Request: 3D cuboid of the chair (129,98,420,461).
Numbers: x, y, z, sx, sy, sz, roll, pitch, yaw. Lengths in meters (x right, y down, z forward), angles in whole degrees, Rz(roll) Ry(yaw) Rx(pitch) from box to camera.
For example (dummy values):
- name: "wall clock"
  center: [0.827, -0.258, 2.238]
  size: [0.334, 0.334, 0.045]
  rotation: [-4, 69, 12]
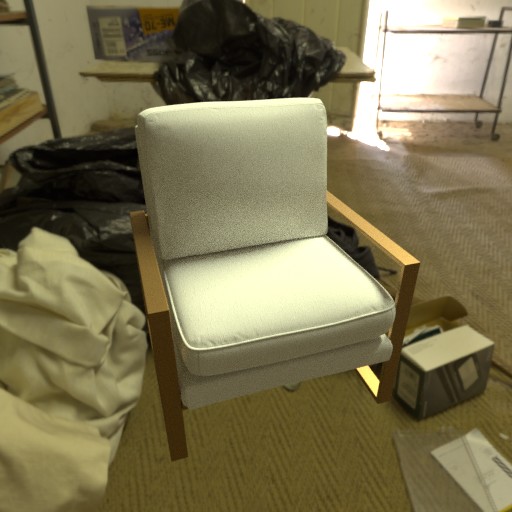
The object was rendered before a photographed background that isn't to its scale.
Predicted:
- name: "chair"
  center: [0.000, 0.000, 1.568]
  size: [0.805, 0.966, 0.813]
  rotation: [-10, 33, -15]
